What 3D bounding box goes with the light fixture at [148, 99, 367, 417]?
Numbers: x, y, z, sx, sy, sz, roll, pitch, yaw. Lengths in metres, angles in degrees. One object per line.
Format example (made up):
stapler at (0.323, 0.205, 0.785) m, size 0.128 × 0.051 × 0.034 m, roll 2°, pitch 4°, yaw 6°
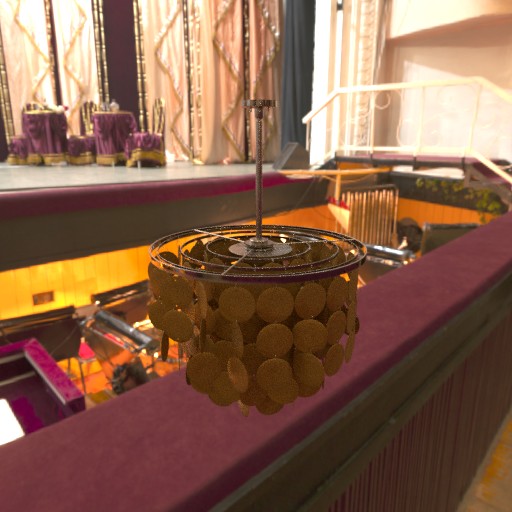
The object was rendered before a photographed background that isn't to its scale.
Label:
light fixture at (0.000, 0.000, 0.743) m, size 0.368 × 0.492 × 0.368 m, roll 0°, pitch 15°, yaw 0°
